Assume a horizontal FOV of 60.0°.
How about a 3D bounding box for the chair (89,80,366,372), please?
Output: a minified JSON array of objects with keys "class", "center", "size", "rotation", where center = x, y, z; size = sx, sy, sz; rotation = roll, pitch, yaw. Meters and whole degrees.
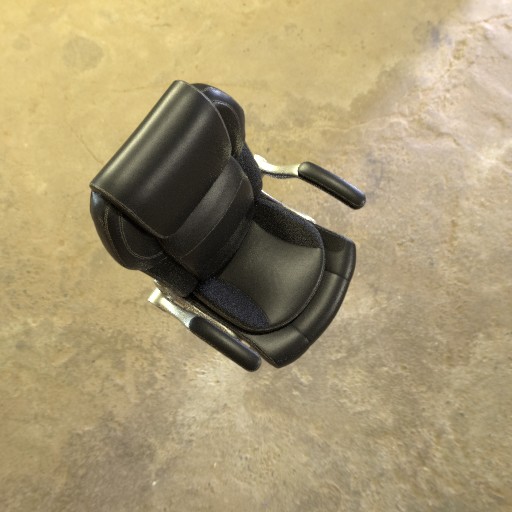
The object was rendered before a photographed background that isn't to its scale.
[{"class":"chair","center":[0.000,0.000,1.653],"size":[0.801,1.141,0.724],"rotation":[33,78,8]}]
